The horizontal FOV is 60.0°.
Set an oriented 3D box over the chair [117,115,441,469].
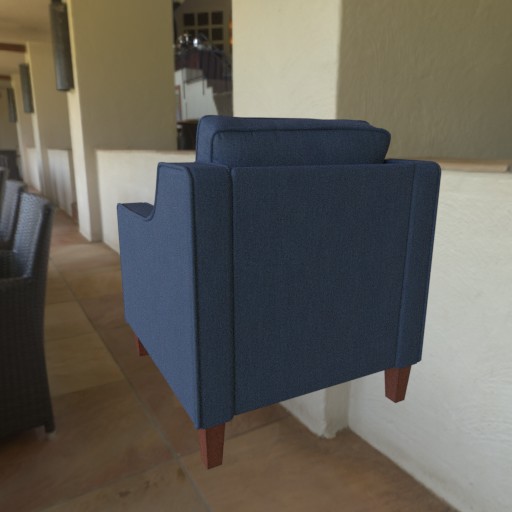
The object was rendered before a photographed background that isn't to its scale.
[{"bbox_3d":[0.000,0.000,1.652,0.831,0.960,0.909,-7,16,-27],"label":"chair"}]
